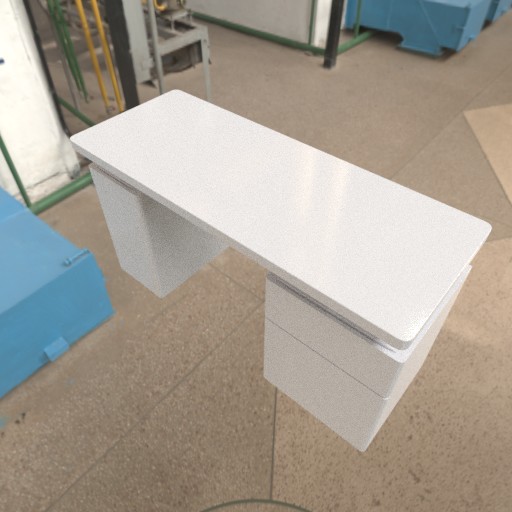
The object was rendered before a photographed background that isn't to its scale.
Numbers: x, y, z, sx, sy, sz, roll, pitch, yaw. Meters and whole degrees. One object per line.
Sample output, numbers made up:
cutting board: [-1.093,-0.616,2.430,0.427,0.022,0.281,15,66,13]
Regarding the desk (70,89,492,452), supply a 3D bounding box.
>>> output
desk: [0.000,0.000,1.763,1.400,0.762,0.550,31,53,27]
